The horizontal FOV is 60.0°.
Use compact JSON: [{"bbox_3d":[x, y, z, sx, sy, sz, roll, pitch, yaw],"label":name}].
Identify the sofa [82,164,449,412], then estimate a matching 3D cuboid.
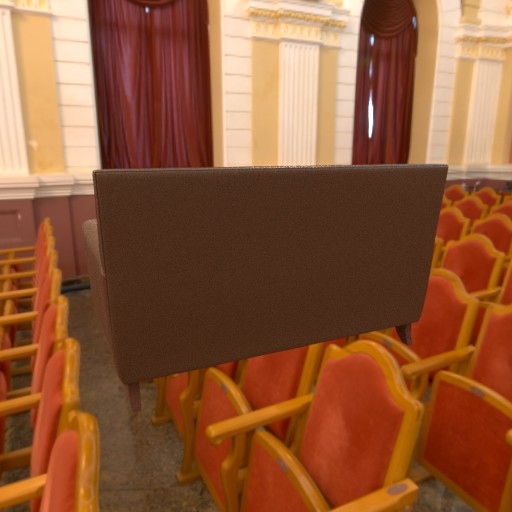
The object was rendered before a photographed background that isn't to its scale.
[{"bbox_3d":[0.000,0.000,2.092,1.468,0.859,0.853,-6,15,-25],"label":"sofa"}]
